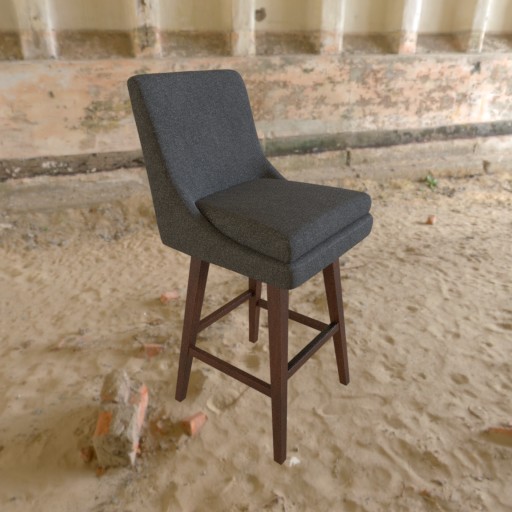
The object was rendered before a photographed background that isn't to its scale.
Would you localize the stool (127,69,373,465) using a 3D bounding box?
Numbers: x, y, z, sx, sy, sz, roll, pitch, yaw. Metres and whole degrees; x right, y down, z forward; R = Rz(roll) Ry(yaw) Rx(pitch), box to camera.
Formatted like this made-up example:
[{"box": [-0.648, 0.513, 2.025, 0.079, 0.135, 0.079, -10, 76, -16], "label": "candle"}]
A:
[{"box": [0.000, 0.000, 1.404, 0.572, 1.068, 0.489, 18, 31, 33], "label": "stool"}]
